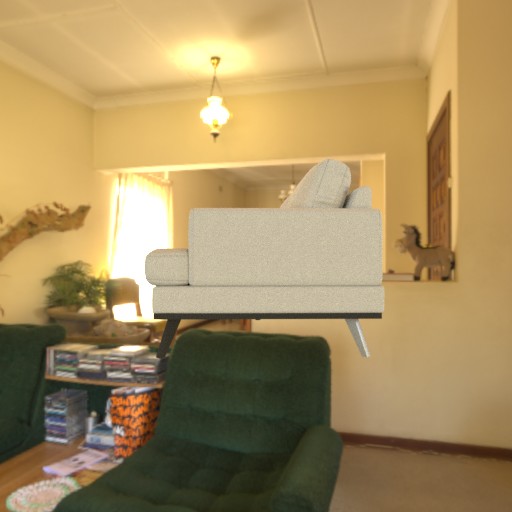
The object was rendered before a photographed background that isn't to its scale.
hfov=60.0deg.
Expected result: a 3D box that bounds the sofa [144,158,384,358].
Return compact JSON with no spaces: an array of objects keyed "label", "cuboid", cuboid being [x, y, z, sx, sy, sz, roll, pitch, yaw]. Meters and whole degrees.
[{"label":"sofa","cuboid":[0.000,0.000,2.820,0.920,0.810,2.310,0,-1,-2]}]
